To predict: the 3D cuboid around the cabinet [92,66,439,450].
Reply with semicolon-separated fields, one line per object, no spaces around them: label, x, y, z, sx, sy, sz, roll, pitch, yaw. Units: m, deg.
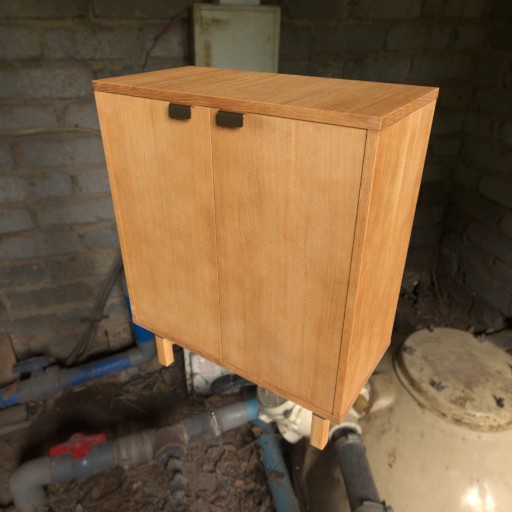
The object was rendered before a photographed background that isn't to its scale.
cabinet;0.000;0.000;1.371;0.800;1.001;0.419;18;34;29
